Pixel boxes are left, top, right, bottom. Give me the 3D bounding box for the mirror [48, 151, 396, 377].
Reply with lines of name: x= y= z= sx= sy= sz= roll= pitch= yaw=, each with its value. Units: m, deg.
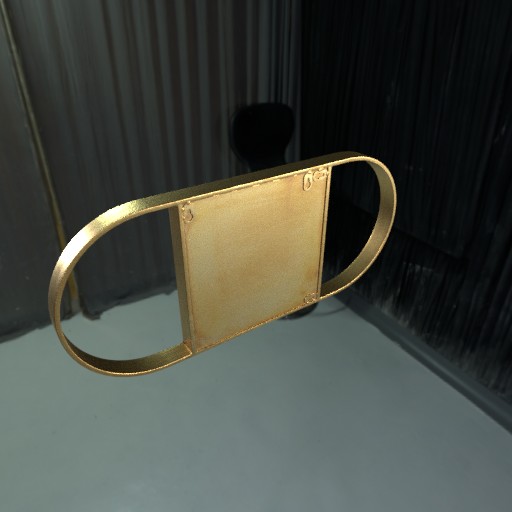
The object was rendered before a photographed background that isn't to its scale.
mirror: x=0.000 y=0.000 z=0.671 sx=0.584 sy=0.254 sz=0.032 roll=-19 pitch=36 yaw=-29
